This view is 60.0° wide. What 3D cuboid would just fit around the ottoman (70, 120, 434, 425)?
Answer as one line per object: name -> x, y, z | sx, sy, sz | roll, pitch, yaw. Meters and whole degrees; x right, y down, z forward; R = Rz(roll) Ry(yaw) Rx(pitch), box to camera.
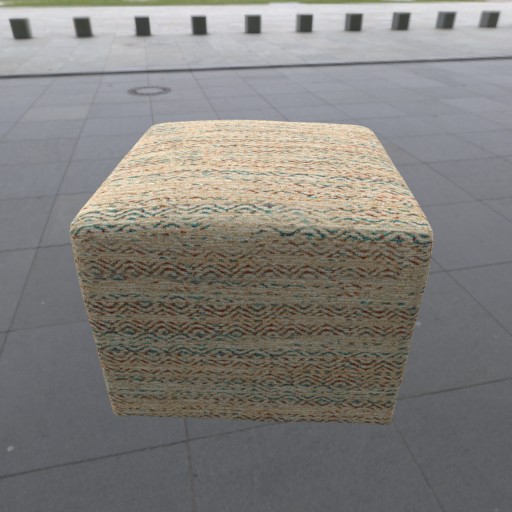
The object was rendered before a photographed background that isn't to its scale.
ottoman -> 0.000, 0.000, 0.906 | 0.512, 0.453, 0.521 | 1, 32, 2
